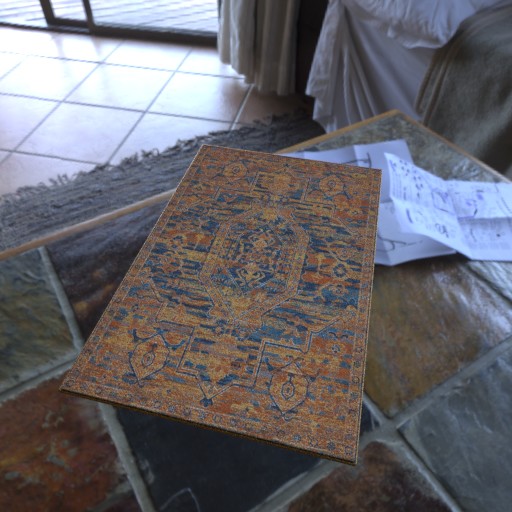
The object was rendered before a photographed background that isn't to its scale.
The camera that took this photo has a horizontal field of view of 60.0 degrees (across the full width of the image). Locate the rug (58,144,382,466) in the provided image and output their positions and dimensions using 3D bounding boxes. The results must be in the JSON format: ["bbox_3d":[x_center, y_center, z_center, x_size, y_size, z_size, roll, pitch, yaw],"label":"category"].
[{"bbox_3d":[0.000,0.000,2.202,1.148,0.013,1.758,10,48,9],"label":"rug"}]
